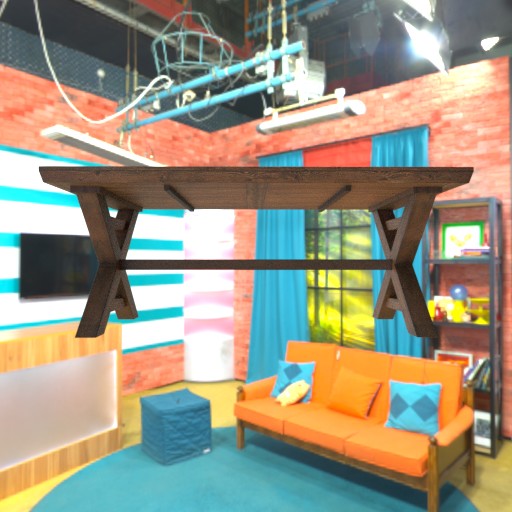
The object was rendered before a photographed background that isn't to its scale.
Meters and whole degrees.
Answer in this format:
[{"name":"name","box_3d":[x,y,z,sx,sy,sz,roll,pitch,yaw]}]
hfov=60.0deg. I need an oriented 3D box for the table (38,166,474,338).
[{"name":"table","box_3d":[0.000,0.000,2.530,1.966,0.793,1.071,0,-1,0]}]
